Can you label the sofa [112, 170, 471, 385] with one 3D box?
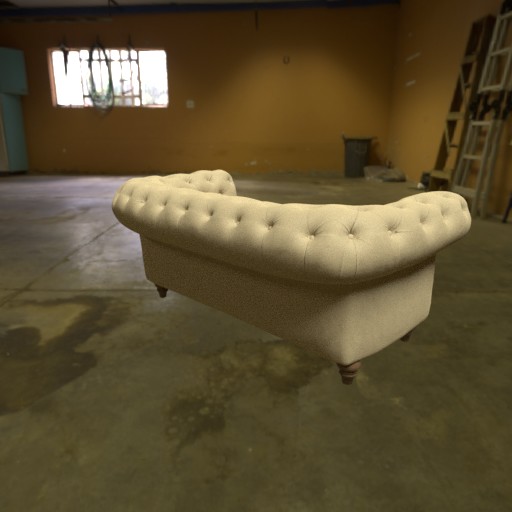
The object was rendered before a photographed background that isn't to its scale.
[{"bbox_3d":[0.000,0.000,2.561,1.069,0.835,1.988,-15,22,-42],"label":"sofa"}]
